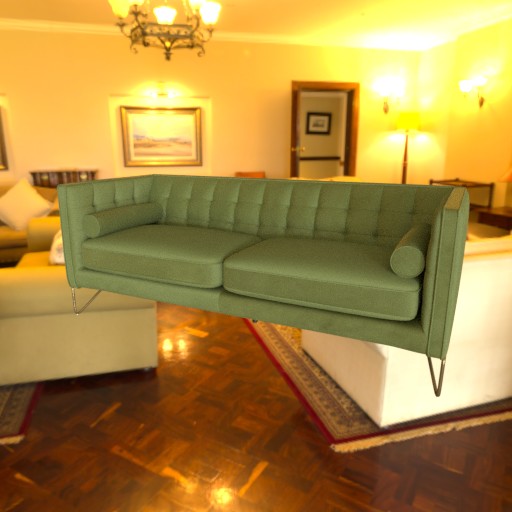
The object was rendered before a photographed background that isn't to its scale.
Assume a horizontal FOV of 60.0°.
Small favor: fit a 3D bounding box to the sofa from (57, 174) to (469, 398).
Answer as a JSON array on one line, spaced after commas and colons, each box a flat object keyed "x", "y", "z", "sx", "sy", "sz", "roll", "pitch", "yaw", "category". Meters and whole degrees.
[{"x": 0.000, "y": 0.000, "z": 2.473, "sx": 2.087, "sy": 0.789, "sz": 0.867, "roll": 7, "pitch": 16, "yaw": 25, "category": "sofa"}]
